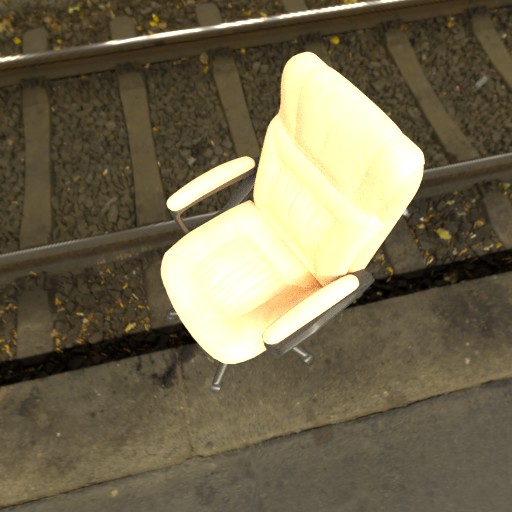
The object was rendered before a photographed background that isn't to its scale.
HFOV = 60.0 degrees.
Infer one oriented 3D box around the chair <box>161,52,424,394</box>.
[{"bbox_3d":[0.000,0.000,1.537,0.724,1.105,0.667,-32,67,-15],"label":"chair"}]
